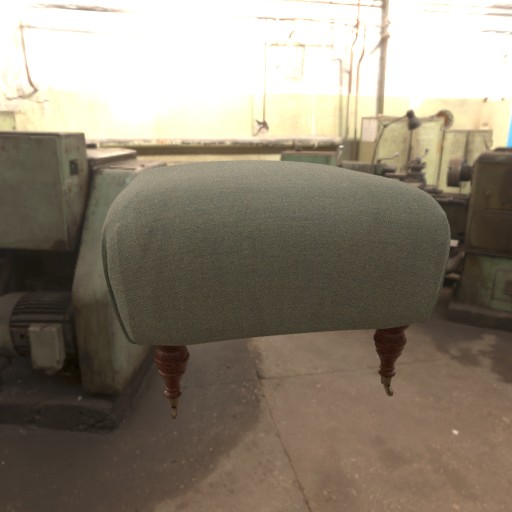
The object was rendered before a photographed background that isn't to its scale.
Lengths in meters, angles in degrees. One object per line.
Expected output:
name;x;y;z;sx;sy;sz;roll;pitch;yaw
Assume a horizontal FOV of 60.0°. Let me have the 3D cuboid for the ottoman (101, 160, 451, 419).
ottoman;0.000;0.000;1.090;0.622;0.450;0.747;-3;16;-9
